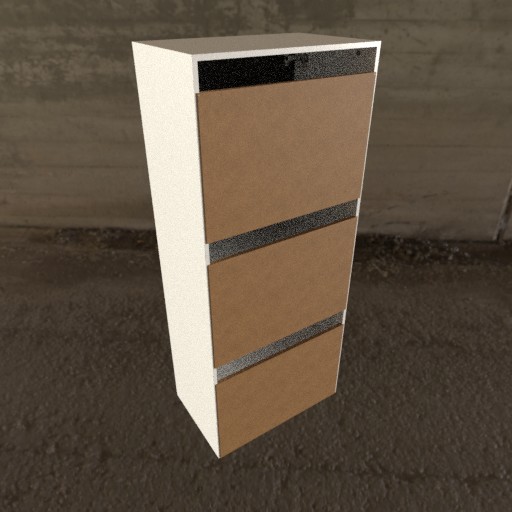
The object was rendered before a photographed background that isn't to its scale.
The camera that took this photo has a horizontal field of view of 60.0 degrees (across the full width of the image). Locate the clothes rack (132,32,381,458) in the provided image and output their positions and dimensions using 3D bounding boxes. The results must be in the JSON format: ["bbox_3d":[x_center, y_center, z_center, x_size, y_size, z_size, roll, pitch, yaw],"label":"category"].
[{"bbox_3d":[0.000,0.000,1.356,0.500,1.187,0.330,-19,35,-28],"label":"clothes rack"}]
